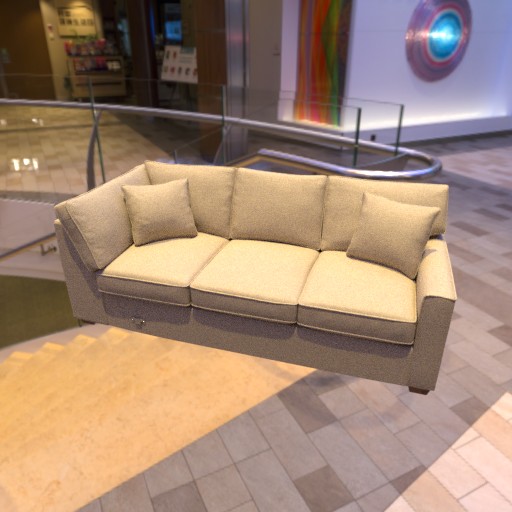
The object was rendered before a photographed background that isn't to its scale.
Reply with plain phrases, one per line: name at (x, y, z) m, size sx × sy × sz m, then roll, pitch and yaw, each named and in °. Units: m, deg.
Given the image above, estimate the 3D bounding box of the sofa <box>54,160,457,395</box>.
sofa at (0.000, 0.000, 2.902) m, size 2.317 × 0.962 × 1.061 m, roll 8°, pitch 27°, yaw 16°
